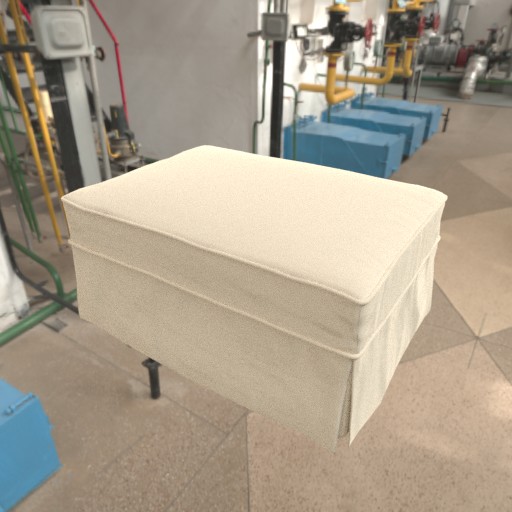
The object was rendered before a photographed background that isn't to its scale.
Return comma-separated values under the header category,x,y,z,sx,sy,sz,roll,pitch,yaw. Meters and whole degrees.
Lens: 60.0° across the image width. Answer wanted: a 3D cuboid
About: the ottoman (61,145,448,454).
category,x,y,z,sx,sy,sz,roll,pitch,yaw
ottoman,0.000,0.000,1.333,0.944,0.479,0.703,18,34,29
